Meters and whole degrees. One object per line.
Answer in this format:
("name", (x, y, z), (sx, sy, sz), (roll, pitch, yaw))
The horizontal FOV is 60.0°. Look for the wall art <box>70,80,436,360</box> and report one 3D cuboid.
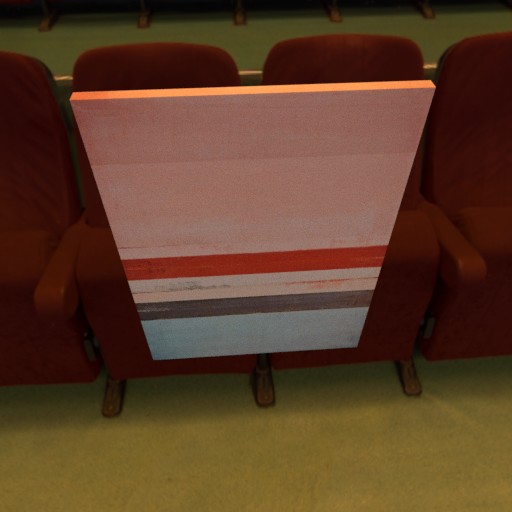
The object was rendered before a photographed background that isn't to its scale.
("wall art", (0.000, 0.000, 1.300), (0.761, 1.016, 0.039), (-3, 46, -3))
